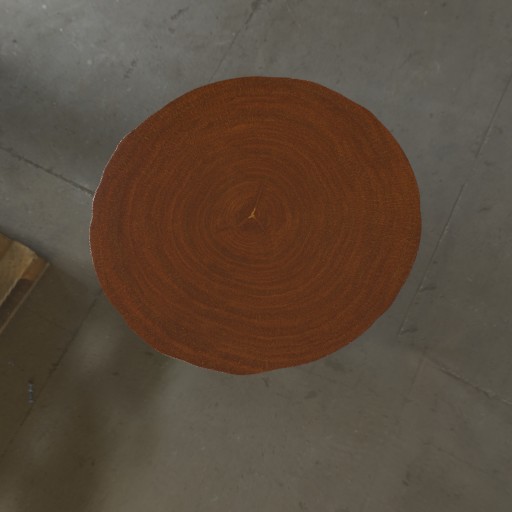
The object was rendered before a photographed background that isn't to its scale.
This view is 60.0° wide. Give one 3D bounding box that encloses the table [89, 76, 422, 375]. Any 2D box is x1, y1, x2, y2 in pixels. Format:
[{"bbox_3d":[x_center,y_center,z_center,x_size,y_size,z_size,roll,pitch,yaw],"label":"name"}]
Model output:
[{"bbox_3d":[0.000,0.000,0.763,0.410,0.450,0.380,-18,77,-4],"label":"table"}]
